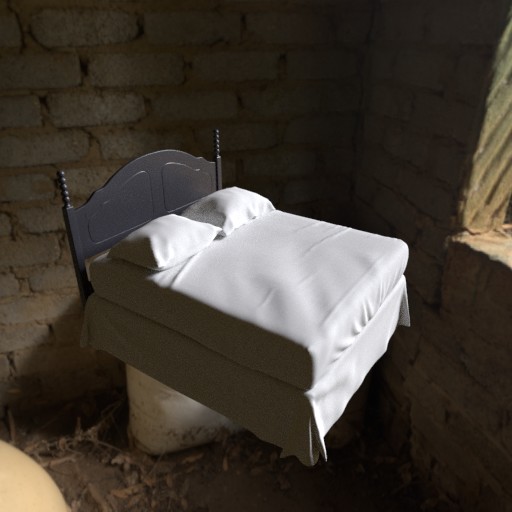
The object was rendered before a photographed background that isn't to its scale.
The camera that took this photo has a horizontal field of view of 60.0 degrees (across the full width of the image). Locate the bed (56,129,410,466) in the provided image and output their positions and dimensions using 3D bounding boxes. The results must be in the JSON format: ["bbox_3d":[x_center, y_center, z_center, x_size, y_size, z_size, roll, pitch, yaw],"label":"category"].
[{"bbox_3d":[0.000,0.000,3.268,2.040,1.356,1.873,17,32,30],"label":"bed"}]
